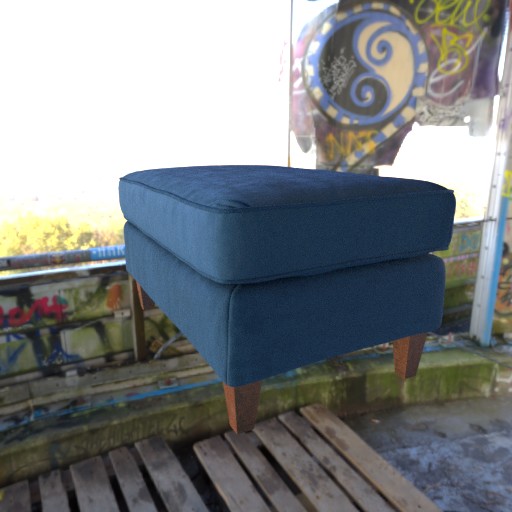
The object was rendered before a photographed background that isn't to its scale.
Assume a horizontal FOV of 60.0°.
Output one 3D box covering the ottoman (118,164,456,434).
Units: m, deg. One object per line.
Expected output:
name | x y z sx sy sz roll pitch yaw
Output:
ottoman | 0.000 0.000 1.236 0.583 0.484 0.862 -8 16 -27
